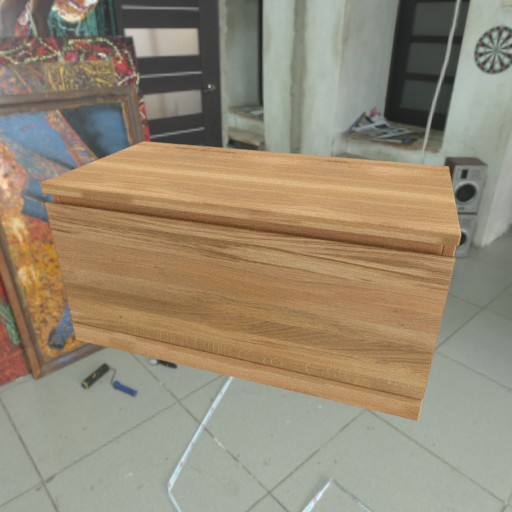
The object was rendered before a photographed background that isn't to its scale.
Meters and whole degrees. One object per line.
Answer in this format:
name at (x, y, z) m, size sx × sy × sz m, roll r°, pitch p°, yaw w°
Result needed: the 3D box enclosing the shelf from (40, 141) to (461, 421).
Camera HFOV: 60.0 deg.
shelf at (0.000, 0.000, 1.053) m, size 0.800 × 0.400 × 0.400 m, roll 9°, pitch 28°, yaw 16°
